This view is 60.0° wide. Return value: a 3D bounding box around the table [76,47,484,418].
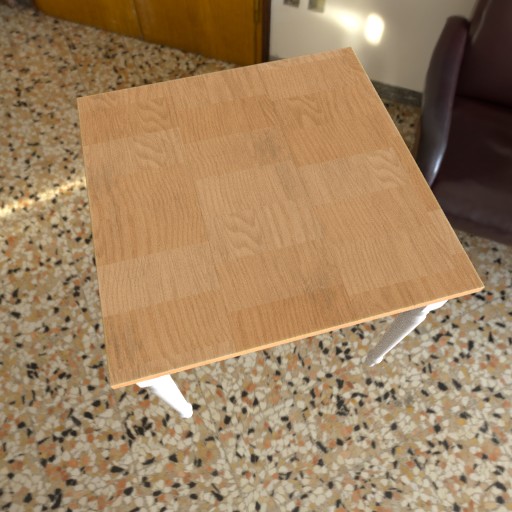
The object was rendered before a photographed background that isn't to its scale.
[{"bbox_3d":[0.000,0.000,1.335,0.747,0.738,0.747,-14,63,-7],"label":"table"}]
